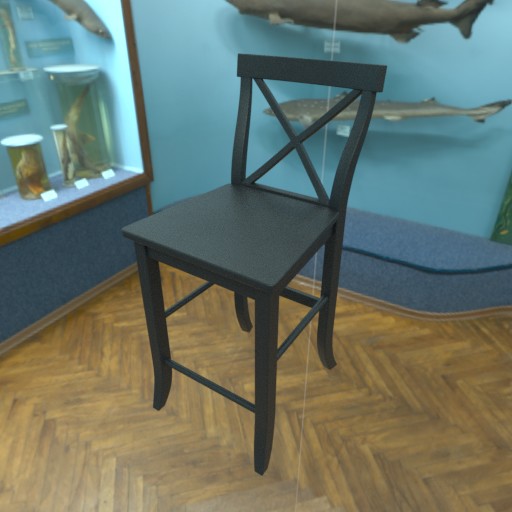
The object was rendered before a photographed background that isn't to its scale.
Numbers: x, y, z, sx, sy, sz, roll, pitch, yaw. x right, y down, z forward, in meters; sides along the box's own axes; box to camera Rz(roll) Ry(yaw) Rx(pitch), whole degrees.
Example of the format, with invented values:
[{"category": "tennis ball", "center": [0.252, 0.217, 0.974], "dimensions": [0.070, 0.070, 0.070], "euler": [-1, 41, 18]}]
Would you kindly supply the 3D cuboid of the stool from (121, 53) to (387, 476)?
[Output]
[{"category": "stool", "center": [0.000, 0.000, 1.261], "dimensions": [0.452, 0.989, 0.559], "euler": [19, 36, 29]}]
